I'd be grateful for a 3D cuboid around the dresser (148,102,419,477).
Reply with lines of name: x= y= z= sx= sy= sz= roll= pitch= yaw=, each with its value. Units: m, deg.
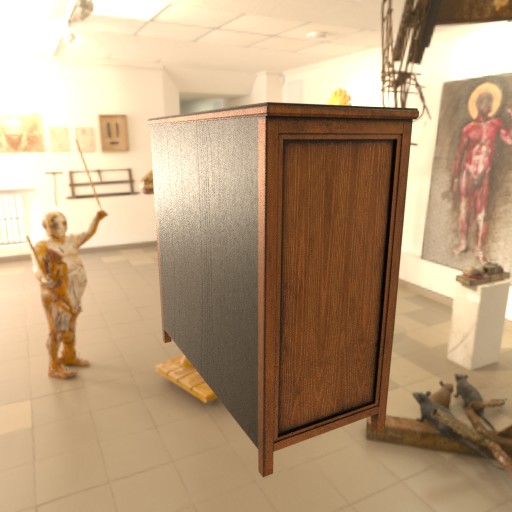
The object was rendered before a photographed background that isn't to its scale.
dresser: x=0.000 y=0.000 z=2.013 sx=0.591 sy=1.224 sz=1.250 roll=-8 pitch=17 yaw=-27
